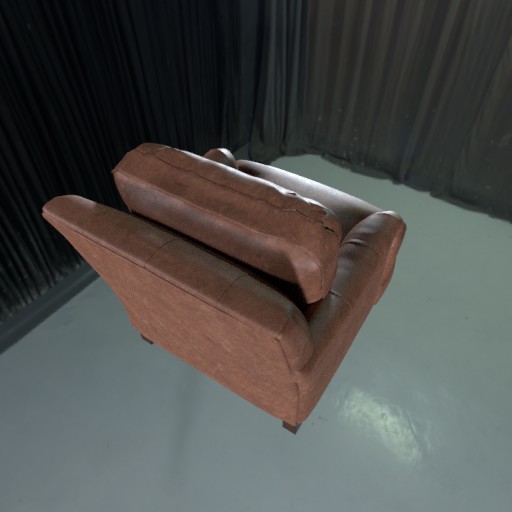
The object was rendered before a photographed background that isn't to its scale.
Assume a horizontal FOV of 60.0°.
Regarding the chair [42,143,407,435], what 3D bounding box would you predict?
[{"bbox_3d":[0.000,0.000,1.881,0.986,1.055,1.158,25,51,22],"label":"chair"}]
